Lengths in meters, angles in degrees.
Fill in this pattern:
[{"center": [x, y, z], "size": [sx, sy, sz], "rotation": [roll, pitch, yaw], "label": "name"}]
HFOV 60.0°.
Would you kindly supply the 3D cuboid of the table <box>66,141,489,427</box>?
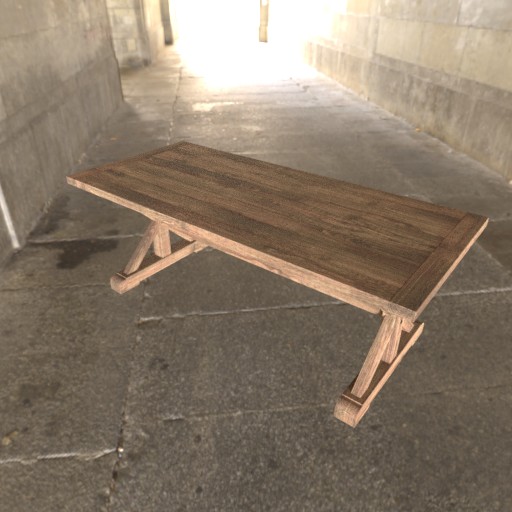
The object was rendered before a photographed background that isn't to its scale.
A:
[{"center": [0.000, 0.000, 2.469], "size": [2.031, 0.733, 0.907], "rotation": [22, 37, 32], "label": "table"}]
